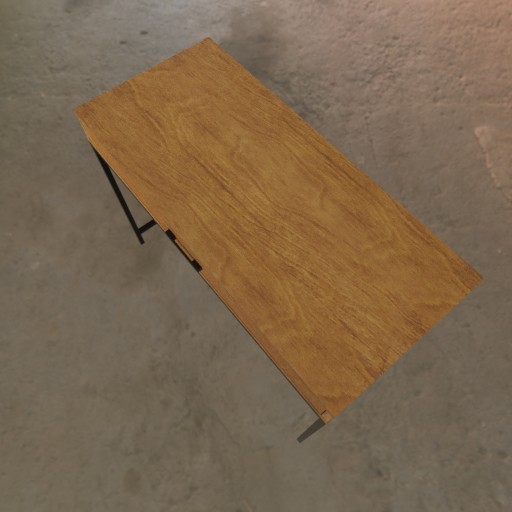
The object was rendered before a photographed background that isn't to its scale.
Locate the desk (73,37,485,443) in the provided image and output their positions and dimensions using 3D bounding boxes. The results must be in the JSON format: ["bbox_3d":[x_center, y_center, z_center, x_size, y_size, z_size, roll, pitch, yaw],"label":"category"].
[{"bbox_3d":[0.000,0.000,1.424,0.470,0.762,1.016,-36,69,-16],"label":"desk"}]
